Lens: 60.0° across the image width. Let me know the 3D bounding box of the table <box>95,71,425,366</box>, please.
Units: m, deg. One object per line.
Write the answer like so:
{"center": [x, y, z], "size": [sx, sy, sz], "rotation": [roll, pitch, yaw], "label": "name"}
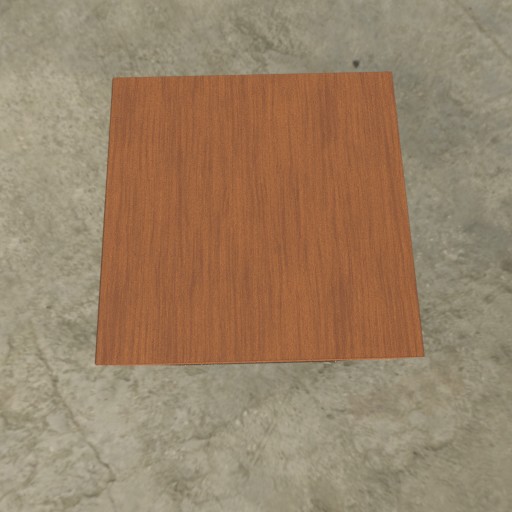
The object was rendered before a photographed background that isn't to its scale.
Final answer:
{"center": [0.000, 0.000, 0.844], "size": [0.398, 0.540, 0.397], "rotation": [-1, 76, 0], "label": "table"}
